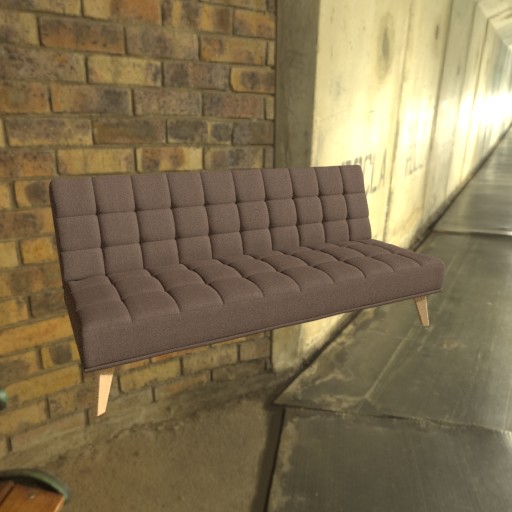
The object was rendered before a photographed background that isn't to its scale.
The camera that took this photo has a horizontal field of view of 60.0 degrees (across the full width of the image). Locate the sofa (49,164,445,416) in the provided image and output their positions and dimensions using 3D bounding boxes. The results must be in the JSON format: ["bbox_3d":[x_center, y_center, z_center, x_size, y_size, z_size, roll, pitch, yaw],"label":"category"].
[{"bbox_3d":[0.000,0.000,2.242,1.800,0.810,0.860,-8,18,-26],"label":"sofa"}]
